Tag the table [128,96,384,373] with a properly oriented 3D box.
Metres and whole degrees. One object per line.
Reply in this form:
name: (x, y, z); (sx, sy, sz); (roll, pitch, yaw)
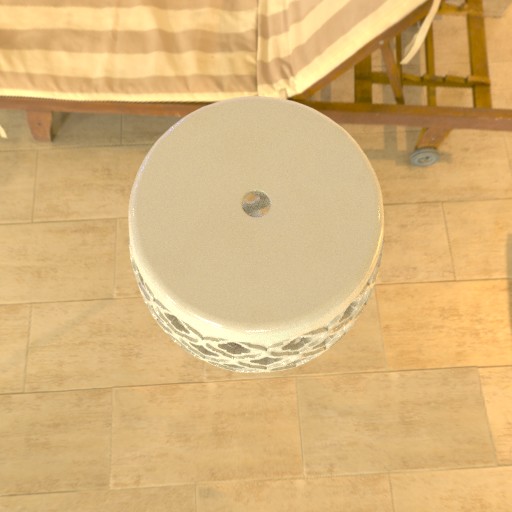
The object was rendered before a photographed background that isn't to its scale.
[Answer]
table: (0.000, 0.000, 0.634); (0.325, 0.388, 0.325); (0, 74, 0)
